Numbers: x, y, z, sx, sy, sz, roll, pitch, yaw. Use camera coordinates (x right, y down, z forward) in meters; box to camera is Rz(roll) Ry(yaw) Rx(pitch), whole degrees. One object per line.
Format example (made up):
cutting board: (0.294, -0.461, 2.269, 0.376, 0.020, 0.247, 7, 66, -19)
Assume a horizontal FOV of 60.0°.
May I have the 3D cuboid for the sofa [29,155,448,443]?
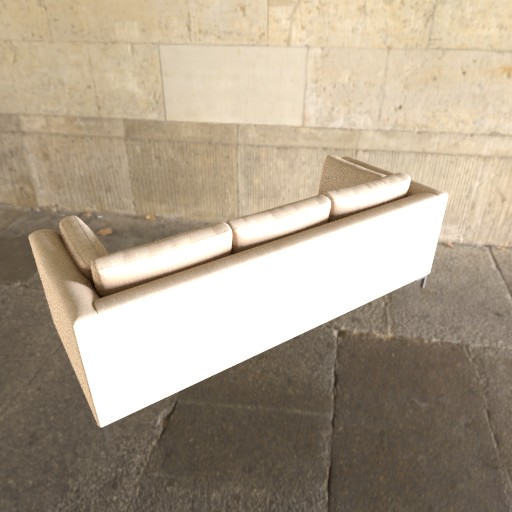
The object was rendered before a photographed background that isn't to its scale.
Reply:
sofa: (0.000, 0.000, 2.846, 2.415, 0.867, 0.969, -19, 36, -28)
